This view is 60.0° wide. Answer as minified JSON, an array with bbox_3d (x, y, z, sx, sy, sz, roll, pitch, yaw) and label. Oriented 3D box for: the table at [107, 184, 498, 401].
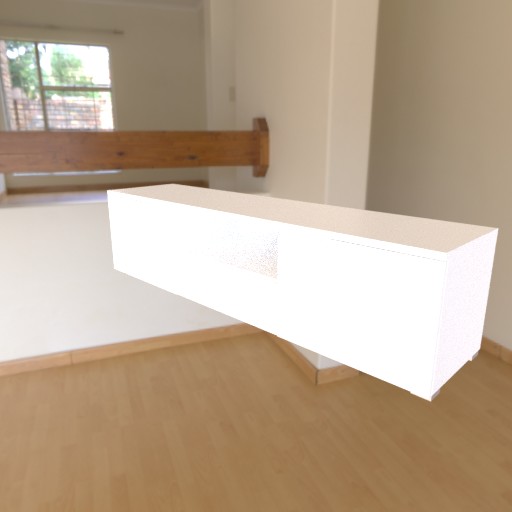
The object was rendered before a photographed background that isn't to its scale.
[{"bbox_3d":[0.000,0.000,1.806,1.650,0.420,0.390,15,22,42],"label":"table"}]
